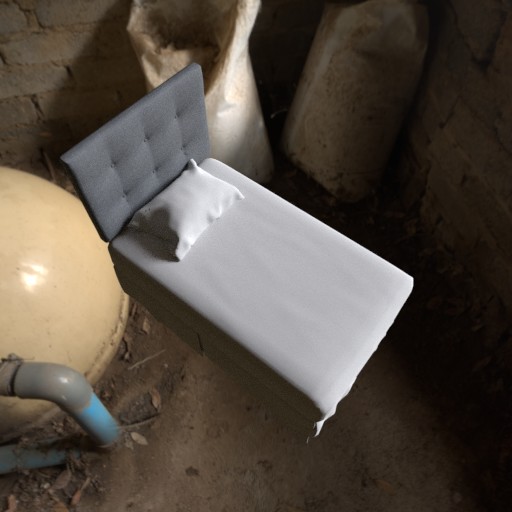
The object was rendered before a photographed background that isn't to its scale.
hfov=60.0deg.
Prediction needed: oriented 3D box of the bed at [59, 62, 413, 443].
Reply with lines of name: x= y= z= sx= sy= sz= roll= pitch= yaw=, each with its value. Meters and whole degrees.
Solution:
bed: x=0.000 y=0.000 z=3.071 sx=1.997 sy=1.571 sz=1.261 roll=34 pitch=64 yaw=19
